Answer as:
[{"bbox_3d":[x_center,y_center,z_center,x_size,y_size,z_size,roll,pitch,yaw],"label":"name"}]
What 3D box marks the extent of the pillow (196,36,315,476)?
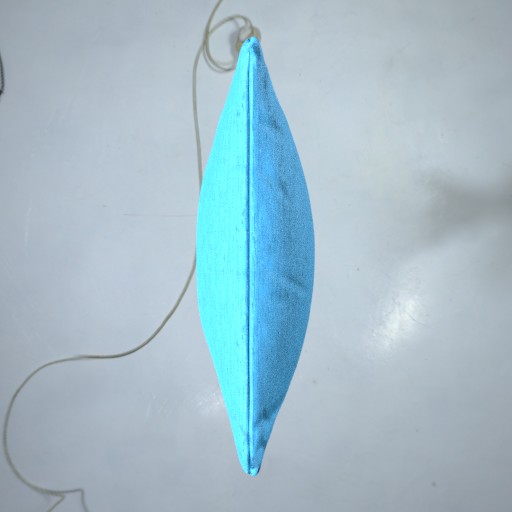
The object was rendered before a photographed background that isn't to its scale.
[{"bbox_3d":[0.000,0.000,0.795,0.210,0.338,0.633,0,92,-1],"label":"pillow"}]
